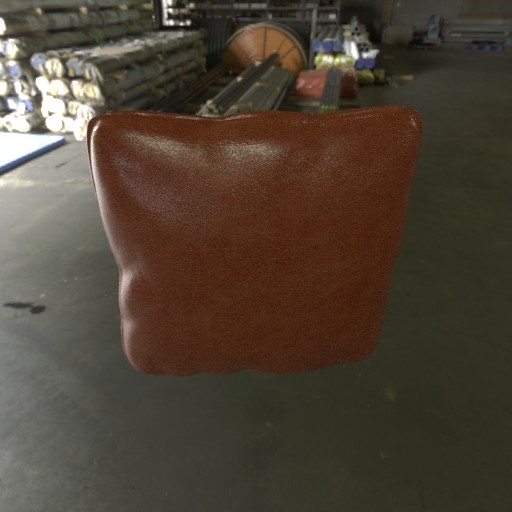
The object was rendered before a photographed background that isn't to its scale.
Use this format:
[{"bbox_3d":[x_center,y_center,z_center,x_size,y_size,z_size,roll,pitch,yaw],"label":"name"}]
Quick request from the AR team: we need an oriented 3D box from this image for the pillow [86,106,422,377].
[{"bbox_3d":[0.000,0.000,0.806,0.532,0.523,0.236,-2,30,-4],"label":"pillow"}]
